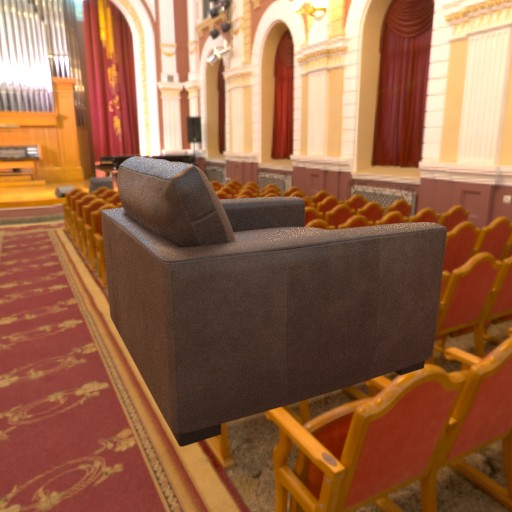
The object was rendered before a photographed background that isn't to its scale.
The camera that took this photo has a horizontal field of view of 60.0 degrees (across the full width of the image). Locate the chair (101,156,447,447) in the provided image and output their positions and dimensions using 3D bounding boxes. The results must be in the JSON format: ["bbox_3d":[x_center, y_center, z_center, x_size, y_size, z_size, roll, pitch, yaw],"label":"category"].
[{"bbox_3d":[0.000,0.000,1.856,1.069,0.812,1.100,-7,16,-27],"label":"chair"}]
